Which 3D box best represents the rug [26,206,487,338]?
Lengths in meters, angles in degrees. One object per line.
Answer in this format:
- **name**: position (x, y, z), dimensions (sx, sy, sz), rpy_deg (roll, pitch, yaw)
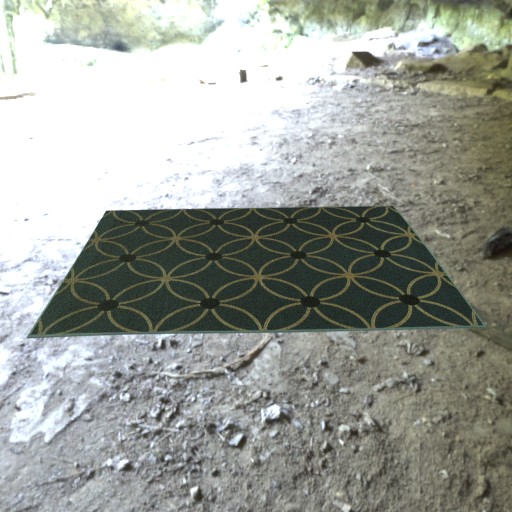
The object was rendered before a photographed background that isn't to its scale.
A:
- **rug**: position (0.000, 0.000, 2.839), dimensions (2.284, 0.008, 1.522), rpy_deg (-1, 30, -2)
